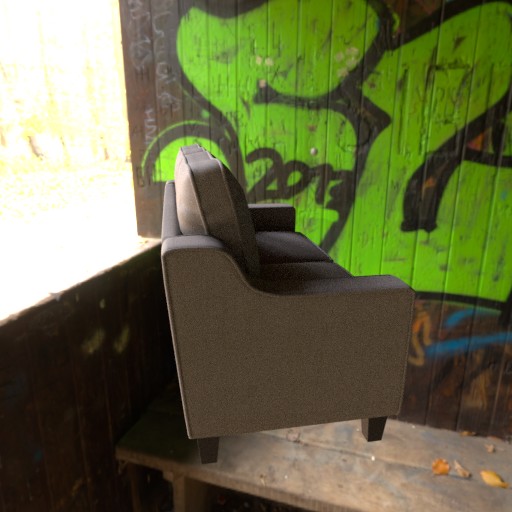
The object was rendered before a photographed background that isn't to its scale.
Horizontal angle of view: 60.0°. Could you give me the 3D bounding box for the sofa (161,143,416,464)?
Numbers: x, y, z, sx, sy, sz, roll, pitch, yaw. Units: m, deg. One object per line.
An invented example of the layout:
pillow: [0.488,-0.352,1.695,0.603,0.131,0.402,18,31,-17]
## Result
sofa: [0.000,0.000,2.008,0.791,0.948,1.500,-3,17,-10]
